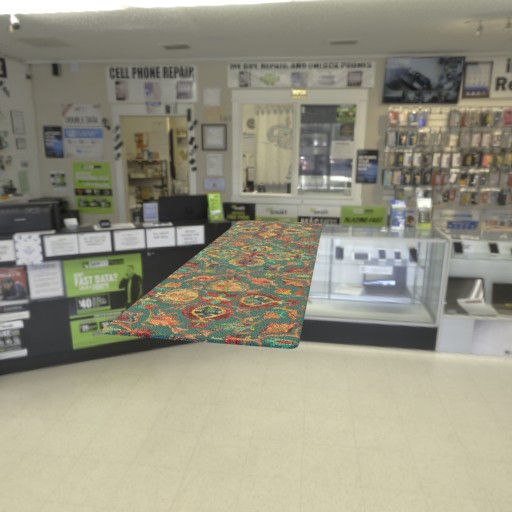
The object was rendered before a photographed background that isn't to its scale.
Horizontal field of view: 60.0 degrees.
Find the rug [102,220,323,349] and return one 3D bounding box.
[{"bbox_3d":[0.000,0.000,2.556,0.686,0.013,2.286,3,15,10],"label":"rug"}]
